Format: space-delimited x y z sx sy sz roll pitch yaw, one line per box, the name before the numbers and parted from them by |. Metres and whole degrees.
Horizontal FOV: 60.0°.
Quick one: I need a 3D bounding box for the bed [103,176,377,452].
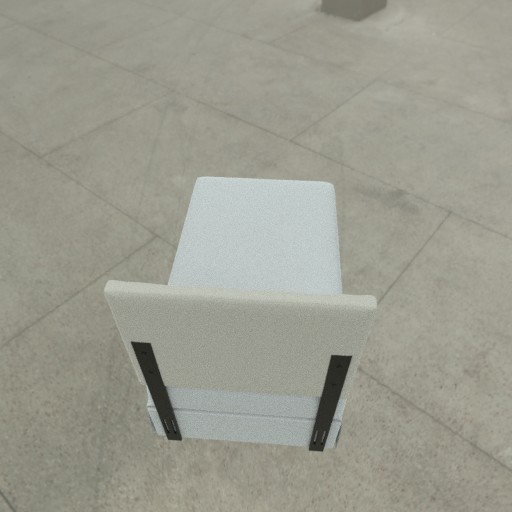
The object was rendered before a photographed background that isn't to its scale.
bed | 0.000 0.000 3.039 1.261 1.571 1.997 3 47 3
